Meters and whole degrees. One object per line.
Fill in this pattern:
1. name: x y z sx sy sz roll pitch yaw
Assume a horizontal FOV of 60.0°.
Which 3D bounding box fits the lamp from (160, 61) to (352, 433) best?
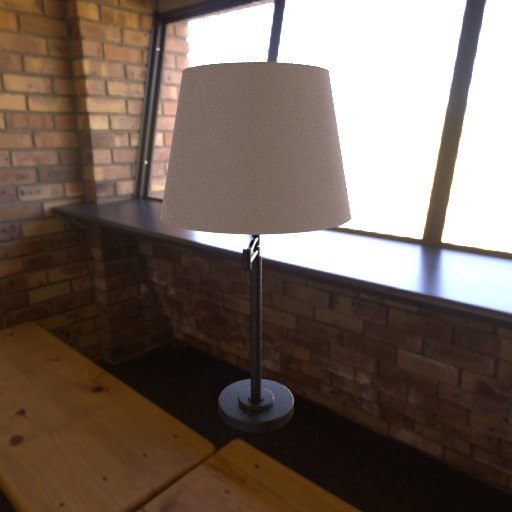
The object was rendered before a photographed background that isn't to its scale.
1. lamp: 0.000 0.000 0.879 0.363 0.696 0.363 0 15 0
